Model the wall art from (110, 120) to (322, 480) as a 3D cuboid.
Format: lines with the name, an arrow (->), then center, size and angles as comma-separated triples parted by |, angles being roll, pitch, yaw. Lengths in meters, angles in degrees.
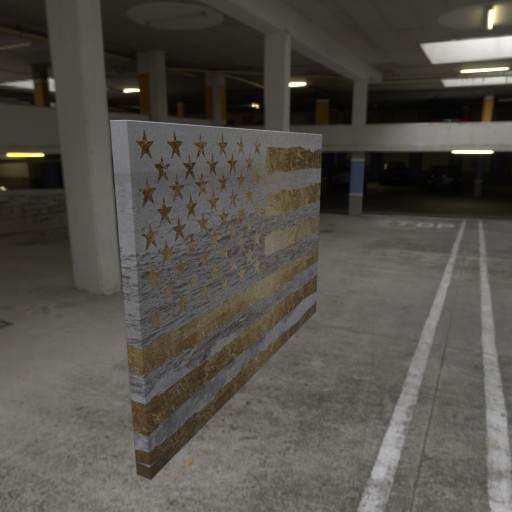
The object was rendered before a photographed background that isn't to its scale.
wall art -> 0.000, 0.000, 1.395 | 0.041, 0.762, 1.145 | 7, 15, 25
